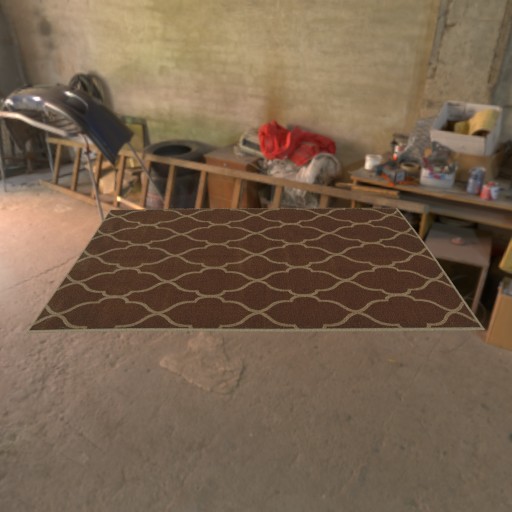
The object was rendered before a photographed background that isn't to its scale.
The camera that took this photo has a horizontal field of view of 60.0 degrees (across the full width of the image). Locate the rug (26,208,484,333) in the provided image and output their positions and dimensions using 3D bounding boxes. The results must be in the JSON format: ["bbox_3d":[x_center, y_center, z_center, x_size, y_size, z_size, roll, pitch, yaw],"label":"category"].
[{"bbox_3d":[0.000,0.000,2.864,2.294,0.014,1.528,0,29,-1],"label":"rug"}]
